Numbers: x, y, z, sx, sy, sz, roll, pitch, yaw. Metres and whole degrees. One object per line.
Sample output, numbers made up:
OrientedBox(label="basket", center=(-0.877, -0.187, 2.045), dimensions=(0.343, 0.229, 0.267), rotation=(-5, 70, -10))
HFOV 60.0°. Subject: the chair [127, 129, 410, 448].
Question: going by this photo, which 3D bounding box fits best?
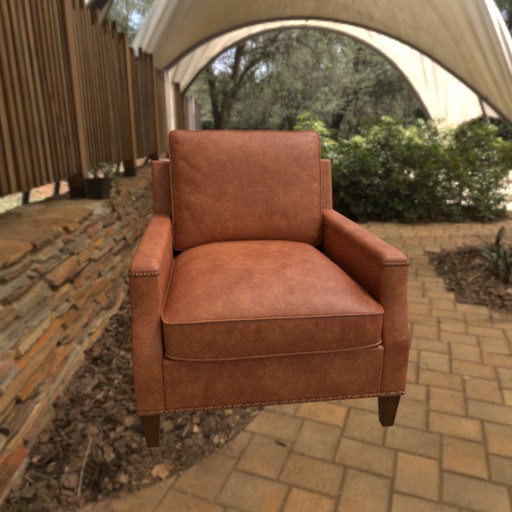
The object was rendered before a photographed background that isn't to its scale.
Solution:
OrientedBox(label="chair", center=(0.000, 0.000, 1.725), dimensions=(0.853, 0.943, 1.014), rotation=(-2, 16, -7))
